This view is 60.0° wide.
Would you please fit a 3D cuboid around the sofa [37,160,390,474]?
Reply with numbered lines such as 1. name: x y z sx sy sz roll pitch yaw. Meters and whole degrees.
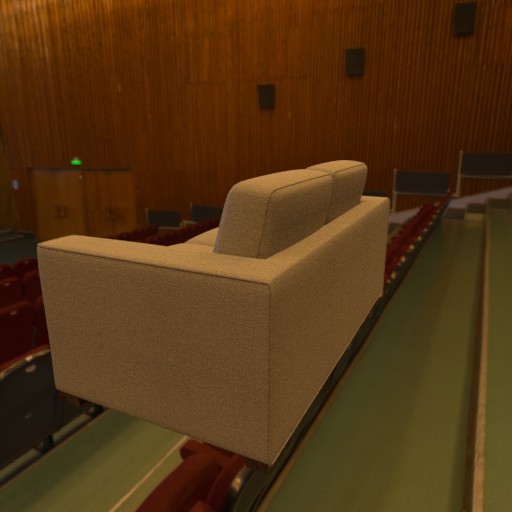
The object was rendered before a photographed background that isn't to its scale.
1. sofa: 0.000 0.000 2.294 1.007 0.924 1.812 8 18 25
